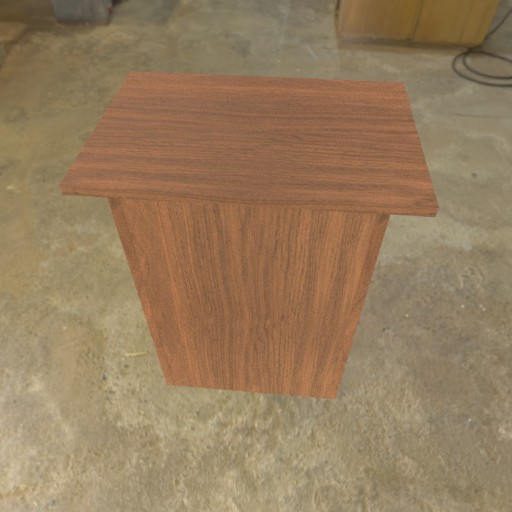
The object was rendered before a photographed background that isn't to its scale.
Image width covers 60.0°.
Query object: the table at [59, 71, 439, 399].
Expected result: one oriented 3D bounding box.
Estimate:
[{"bbox_3d":[0.000,0.000,1.082,0.589,0.711,0.406,4,47,4],"label":"table"}]
